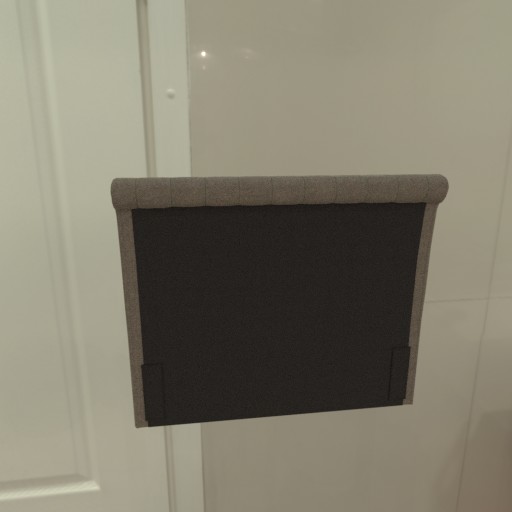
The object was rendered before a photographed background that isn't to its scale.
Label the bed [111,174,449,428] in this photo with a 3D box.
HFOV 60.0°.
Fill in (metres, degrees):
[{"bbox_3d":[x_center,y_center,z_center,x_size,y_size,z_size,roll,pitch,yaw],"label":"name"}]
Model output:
[{"bbox_3d":[0.000,0.000,3.346,1.645,1.371,2.252,-2,15,-8],"label":"bed"}]
